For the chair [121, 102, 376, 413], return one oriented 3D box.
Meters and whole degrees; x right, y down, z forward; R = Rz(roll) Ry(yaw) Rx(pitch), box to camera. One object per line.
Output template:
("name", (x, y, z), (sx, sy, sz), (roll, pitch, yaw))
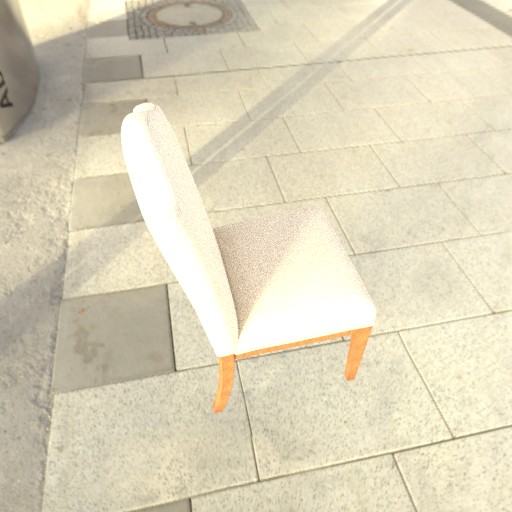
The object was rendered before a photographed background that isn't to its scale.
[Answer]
("chair", (0.000, 0.000, 1.430), (0.648, 1.012, 0.534), (-10, 47, -10))
